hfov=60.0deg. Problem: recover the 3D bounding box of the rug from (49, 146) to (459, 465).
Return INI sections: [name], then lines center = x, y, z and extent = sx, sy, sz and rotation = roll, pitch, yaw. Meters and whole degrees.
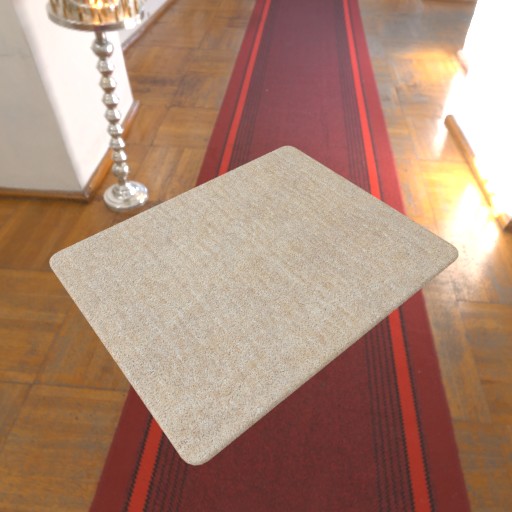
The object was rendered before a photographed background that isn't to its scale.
[rug]
center = 0.000, 0.000, 3.419
extent = 2.528, 0.048, 2.009
rotation = -31, 53, -26
